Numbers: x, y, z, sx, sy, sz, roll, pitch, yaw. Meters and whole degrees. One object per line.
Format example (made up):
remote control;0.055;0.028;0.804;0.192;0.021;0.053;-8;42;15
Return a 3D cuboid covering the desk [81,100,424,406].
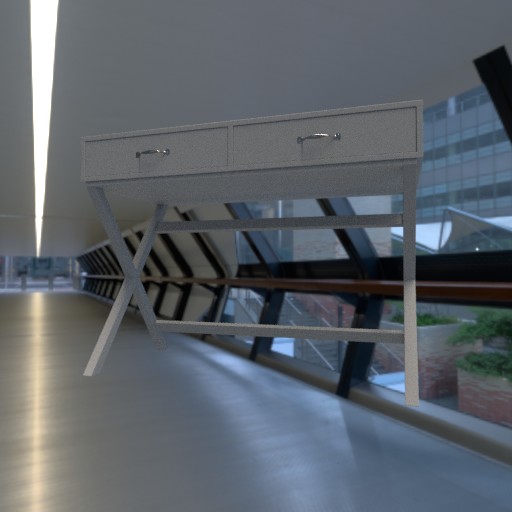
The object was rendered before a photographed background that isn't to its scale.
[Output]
desk;0.000;0.000;1.518;1.057;0.780;0.525;0;-1;18
